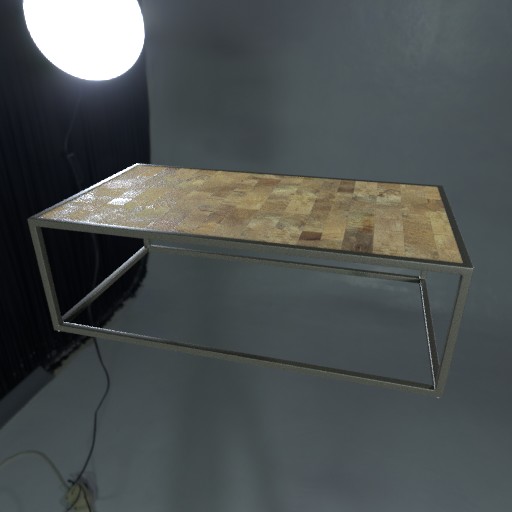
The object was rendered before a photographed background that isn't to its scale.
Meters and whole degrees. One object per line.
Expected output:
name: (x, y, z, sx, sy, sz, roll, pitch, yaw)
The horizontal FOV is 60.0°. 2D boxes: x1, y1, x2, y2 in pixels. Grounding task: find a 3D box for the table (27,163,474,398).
table: (0.000, 0.000, 1.513, 1.199, 0.398, 0.649, 7, 27, 13)
